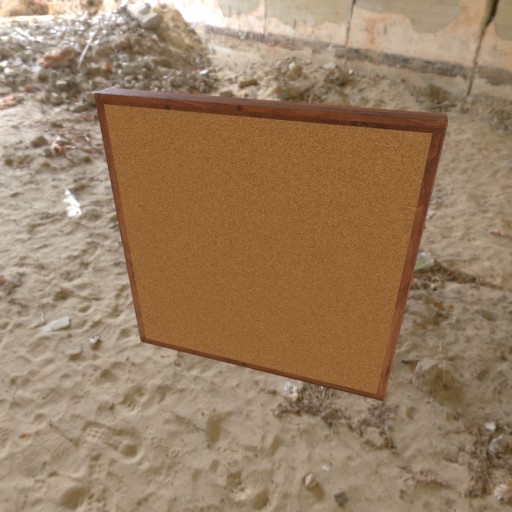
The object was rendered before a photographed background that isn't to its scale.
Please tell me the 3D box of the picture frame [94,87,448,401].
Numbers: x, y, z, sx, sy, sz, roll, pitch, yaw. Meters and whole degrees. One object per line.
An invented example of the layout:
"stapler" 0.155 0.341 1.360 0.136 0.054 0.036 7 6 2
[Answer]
"picture frame" 0.000 0.000 0.528 0.352 0.356 0.028 10 34 15
